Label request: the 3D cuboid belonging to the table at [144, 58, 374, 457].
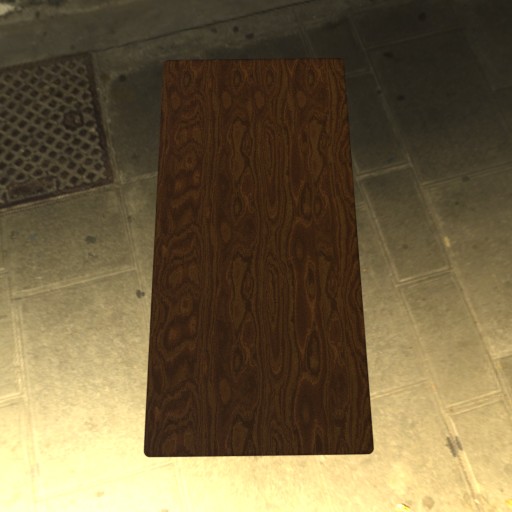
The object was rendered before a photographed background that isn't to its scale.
[{"bbox_3d":[0.000,0.000,2.290,0.883,0.753,1.791,-1,74,0],"label":"table"}]
